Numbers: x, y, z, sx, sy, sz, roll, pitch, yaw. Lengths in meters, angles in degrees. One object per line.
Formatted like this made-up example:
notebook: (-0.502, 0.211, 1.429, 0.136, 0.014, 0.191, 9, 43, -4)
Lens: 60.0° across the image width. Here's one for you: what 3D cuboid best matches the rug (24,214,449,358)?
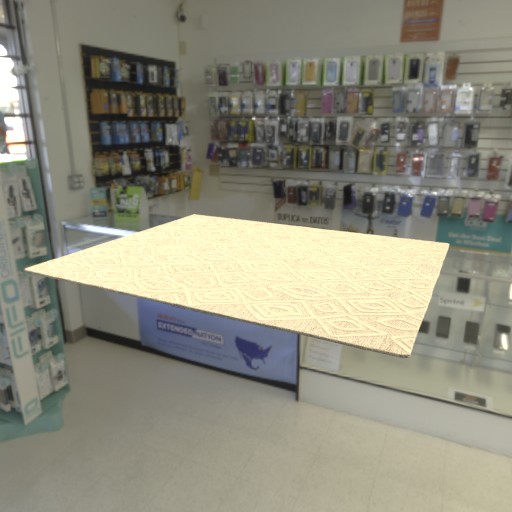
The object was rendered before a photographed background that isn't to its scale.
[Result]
rug: (0.000, 0.000, 3.996, 3.049, 0.025, 2.449, 9, 19, 26)
